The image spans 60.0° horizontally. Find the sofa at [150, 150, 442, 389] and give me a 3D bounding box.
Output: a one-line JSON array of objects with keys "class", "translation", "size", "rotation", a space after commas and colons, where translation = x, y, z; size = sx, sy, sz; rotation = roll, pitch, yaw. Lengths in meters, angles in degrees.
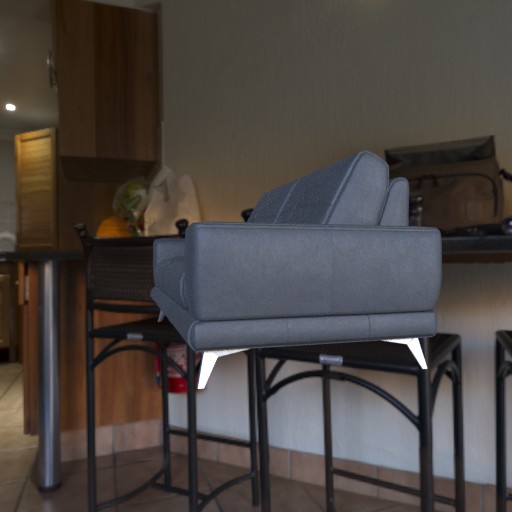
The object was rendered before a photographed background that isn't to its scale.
[{"class": "sofa", "translation": [0.000, 0.000, 2.424], "size": [1.018, 0.907, 1.806], "rotation": [0, 0, -17]}]
